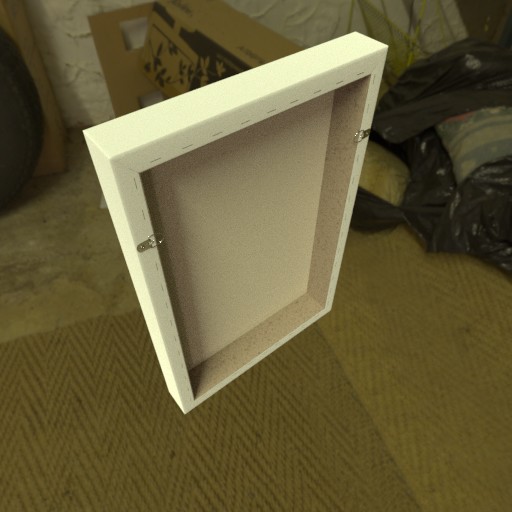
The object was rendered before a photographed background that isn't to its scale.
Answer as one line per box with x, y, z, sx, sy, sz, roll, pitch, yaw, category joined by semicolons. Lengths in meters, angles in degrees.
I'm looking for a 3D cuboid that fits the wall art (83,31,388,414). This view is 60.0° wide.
0.000;0.000;0.468;0.252;0.381;0.039;-30;55;-24;wall art
